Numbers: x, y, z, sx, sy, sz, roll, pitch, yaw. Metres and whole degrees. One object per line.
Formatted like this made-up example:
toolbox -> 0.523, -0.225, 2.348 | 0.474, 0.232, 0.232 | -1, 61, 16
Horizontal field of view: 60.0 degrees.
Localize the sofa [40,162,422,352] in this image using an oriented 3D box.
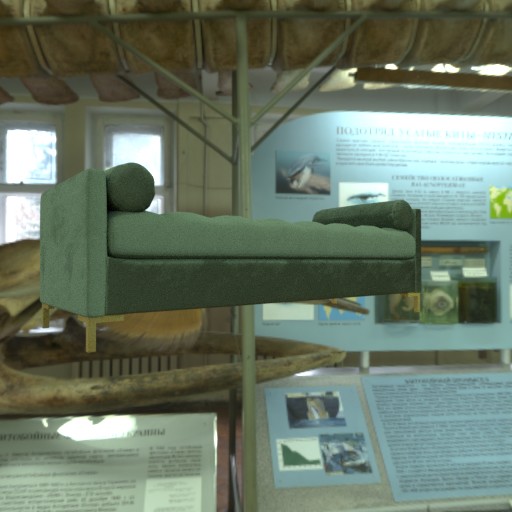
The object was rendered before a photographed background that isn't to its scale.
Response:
sofa -> 0.000, 0.000, 2.487 | 2.102, 0.705, 0.796 | 0, -1, -37
